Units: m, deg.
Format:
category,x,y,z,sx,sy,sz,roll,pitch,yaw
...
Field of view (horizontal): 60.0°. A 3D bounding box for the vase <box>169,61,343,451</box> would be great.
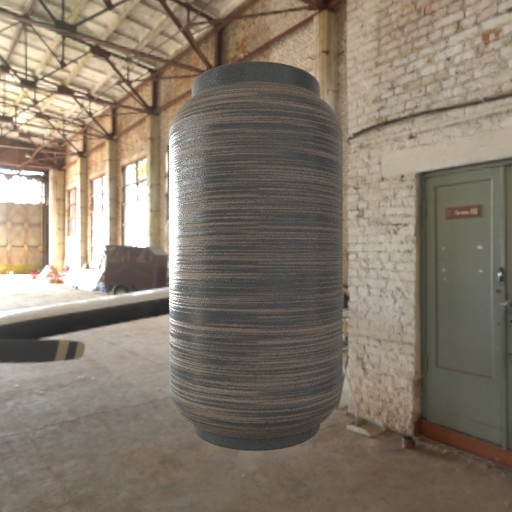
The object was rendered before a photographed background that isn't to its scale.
category,x,y,z,sx,sy,sz,roll,pitch,yaw
vase,0.000,0.000,0.303,0.116,0.230,0.116,0,0,0
